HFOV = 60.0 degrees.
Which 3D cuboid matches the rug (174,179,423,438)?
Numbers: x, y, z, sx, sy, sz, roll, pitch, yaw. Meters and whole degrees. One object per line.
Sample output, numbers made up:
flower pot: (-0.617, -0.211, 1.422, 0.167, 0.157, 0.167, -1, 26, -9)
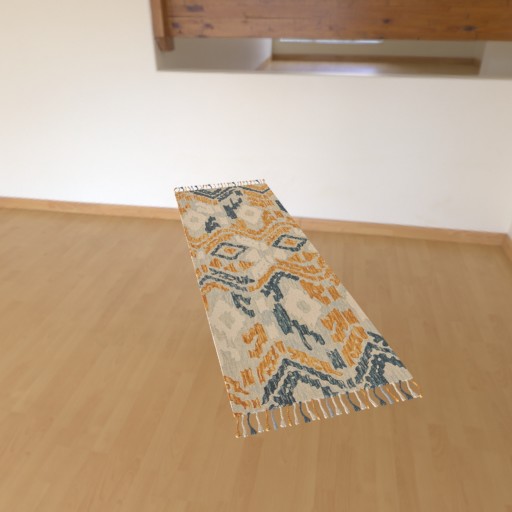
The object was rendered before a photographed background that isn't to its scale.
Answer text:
rug: (0.000, 0.000, 2.681, 0.783, 0.010, 2.437, -8, 32, -13)
